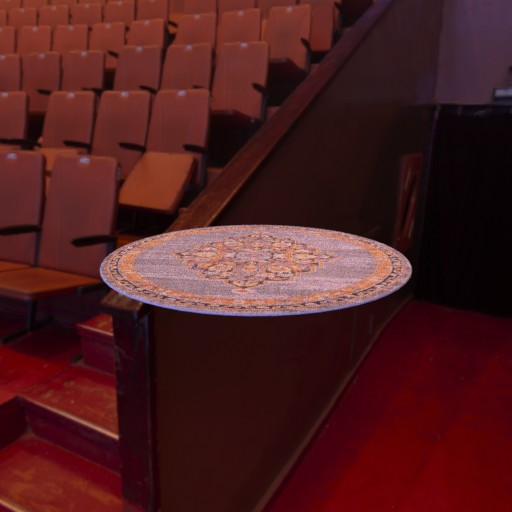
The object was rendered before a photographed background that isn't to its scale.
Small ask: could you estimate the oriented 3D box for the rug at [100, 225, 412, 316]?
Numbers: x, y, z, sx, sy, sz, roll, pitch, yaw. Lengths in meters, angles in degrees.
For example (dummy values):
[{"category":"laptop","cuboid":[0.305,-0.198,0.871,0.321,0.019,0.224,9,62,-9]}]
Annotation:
[{"category":"rug","cuboid":[0.000,0.000,3.570,2.382,0.014,2.382,0,16,0]}]
